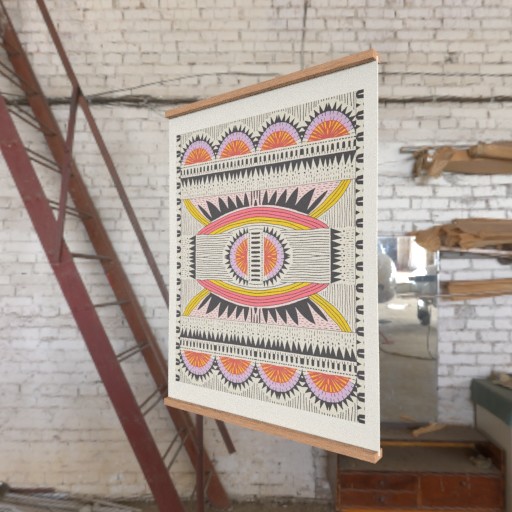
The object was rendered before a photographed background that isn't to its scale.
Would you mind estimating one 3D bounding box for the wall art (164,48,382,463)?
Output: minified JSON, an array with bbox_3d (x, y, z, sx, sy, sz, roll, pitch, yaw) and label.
[{"bbox_3d":[0.000,0.000,0.797,0.456,0.609,0.028,-1,-1,37],"label":"wall art"}]
